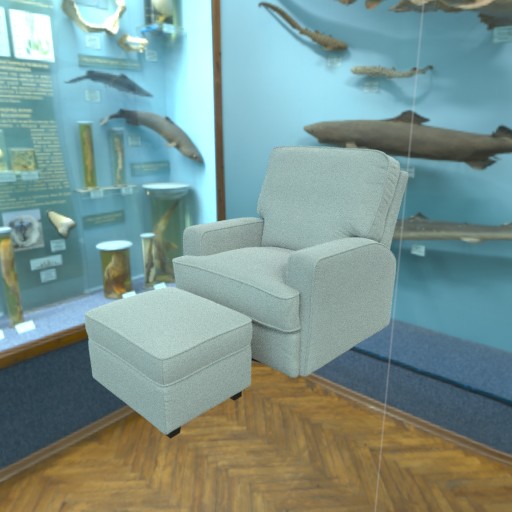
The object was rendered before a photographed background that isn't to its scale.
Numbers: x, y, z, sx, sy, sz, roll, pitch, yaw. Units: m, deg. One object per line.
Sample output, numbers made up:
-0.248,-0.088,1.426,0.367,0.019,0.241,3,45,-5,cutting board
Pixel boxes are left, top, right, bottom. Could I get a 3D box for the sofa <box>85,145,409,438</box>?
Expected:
0.000,0.000,2.070,0.861,0.959,1.472,15,22,42,sofa
